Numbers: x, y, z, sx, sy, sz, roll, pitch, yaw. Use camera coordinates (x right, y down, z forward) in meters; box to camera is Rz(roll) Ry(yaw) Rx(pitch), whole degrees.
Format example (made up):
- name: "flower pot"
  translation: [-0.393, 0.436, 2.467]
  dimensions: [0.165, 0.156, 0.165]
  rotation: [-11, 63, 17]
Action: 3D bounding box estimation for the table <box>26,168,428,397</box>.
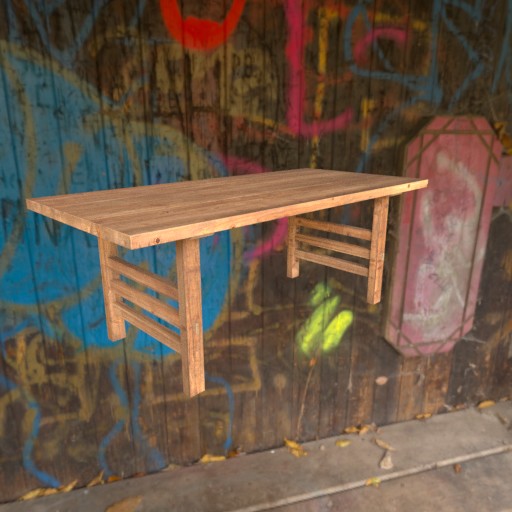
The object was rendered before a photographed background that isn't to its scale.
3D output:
- name: "table"
  translation: [0.000, 0.000, 2.472]
  dimensions: [2.003, 0.760, 0.952]
  rotation: [-16, 23, -42]
